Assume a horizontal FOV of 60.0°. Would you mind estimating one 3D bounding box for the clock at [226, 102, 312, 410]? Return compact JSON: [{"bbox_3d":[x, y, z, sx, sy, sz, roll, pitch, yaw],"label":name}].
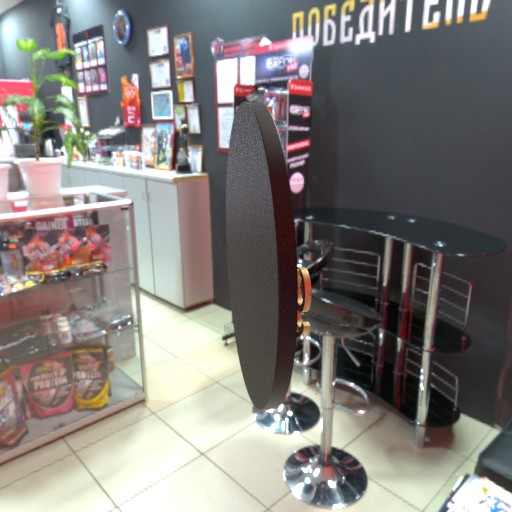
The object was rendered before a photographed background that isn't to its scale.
[{"bbox_3d":[0.000,0.000,0.691,0.038,0.454,0.454,-3,17,-10],"label":"clock"}]
